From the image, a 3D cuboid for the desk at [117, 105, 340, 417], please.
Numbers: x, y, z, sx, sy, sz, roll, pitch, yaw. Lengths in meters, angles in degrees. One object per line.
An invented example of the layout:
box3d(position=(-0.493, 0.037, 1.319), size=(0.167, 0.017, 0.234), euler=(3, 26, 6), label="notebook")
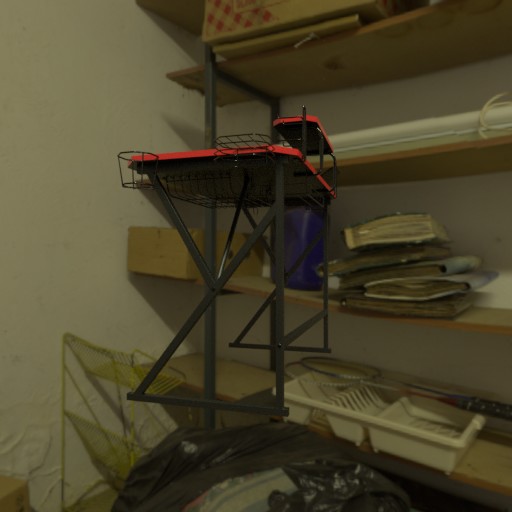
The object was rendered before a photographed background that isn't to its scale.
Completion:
box3d(position=(0.000, 0.000, 1.748), size=(0.588, 0.913, 1.280), euler=(0, -1, 17), label="desk")
